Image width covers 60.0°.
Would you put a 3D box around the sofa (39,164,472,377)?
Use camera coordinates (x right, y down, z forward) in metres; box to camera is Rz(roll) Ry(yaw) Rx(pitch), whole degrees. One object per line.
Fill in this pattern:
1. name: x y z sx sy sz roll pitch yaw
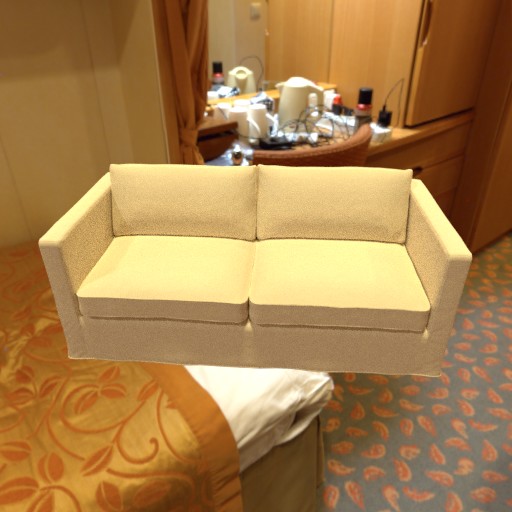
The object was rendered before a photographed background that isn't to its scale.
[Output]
1. sofa: 0.000 0.000 2.510 1.987 0.870 0.940 2 31 3
